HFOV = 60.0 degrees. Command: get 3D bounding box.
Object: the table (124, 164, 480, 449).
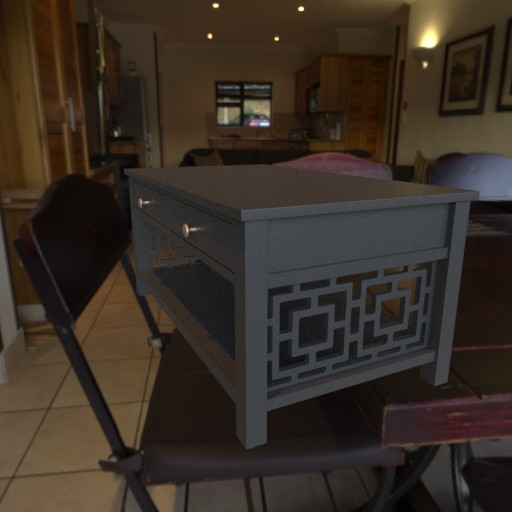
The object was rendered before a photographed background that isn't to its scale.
[{"bbox_3d":[0.000,0.000,1.406,0.612,0.493,1.068,-7,17,-25],"label":"table"}]
